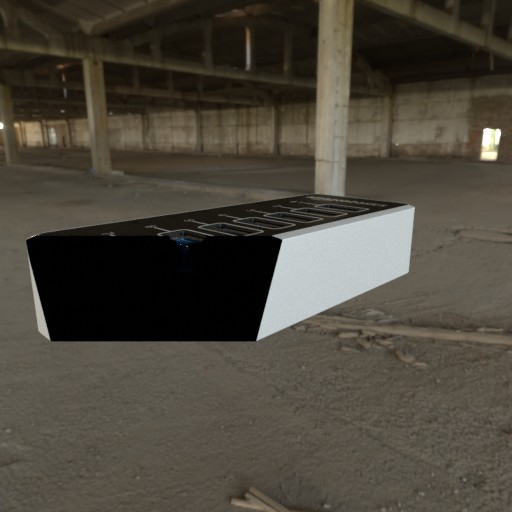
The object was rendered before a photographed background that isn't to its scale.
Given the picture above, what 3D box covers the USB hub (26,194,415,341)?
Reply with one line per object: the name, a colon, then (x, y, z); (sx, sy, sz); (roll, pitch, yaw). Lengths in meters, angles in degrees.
USB hub: (0.000, 0.000, 0.127); (0.044, 0.023, 0.110); (15, 21, 43)
